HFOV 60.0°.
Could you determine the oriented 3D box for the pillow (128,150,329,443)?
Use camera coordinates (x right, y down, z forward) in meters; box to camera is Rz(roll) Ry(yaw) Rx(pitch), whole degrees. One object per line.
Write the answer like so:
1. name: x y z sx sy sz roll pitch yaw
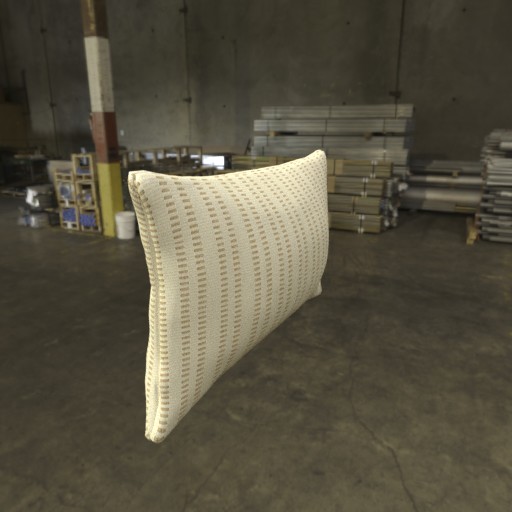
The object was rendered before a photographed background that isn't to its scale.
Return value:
1. pillow: 0.000 0.000 0.805 0.210 0.353 0.640 8 18 26
